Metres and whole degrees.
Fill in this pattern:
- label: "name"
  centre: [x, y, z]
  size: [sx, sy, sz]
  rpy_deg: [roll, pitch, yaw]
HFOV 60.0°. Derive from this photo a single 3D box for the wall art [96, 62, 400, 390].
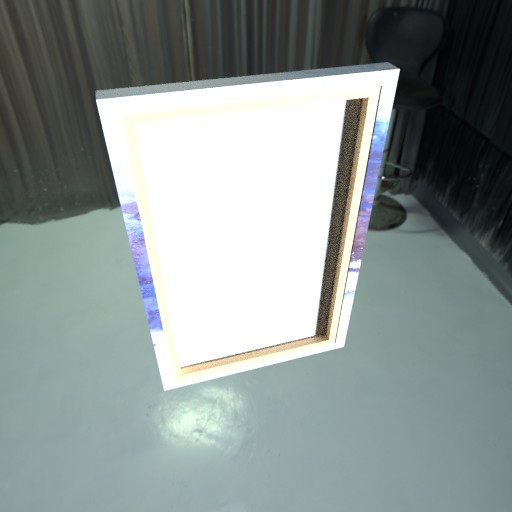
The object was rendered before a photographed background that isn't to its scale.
- label: "wall art"
  centre: [0.000, 0.000, 1.119]
  size: [0.583, 0.874, 0.048]
  rpy_deg: [-11, 41, -12]
